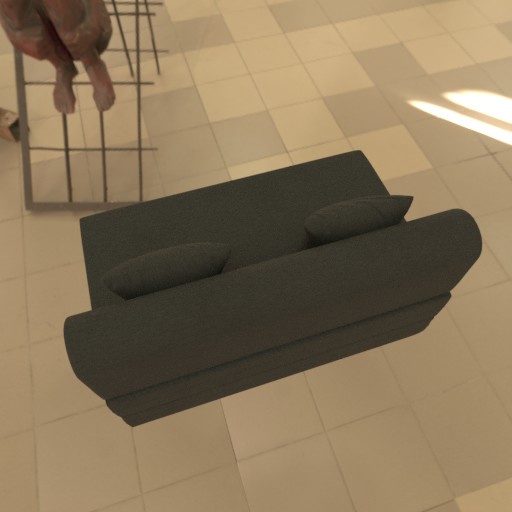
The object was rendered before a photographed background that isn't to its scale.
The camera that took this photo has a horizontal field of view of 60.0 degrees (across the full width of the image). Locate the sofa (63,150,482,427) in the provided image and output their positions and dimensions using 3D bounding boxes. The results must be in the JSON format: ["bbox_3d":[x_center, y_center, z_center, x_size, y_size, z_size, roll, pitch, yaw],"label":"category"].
[{"bbox_3d":[0.000,0.000,1.658,1.225,0.670,0.762,-15,60,-9],"label":"sofa"}]
